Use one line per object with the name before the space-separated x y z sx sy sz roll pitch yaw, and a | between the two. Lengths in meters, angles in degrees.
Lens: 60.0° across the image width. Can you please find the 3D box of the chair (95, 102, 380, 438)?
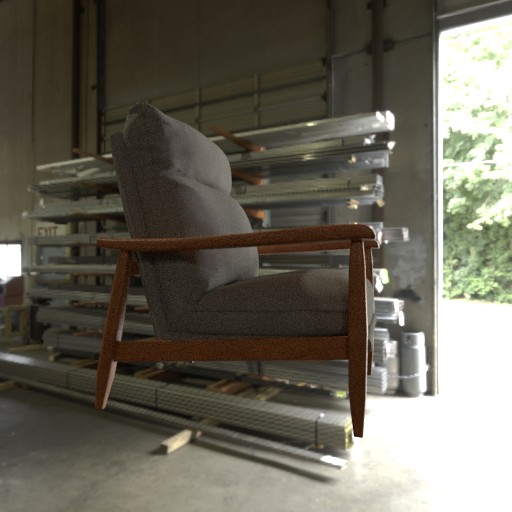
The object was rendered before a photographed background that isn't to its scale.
chair | 0.000 0.000 1.534 0.816 0.922 0.782 0 -1 16
